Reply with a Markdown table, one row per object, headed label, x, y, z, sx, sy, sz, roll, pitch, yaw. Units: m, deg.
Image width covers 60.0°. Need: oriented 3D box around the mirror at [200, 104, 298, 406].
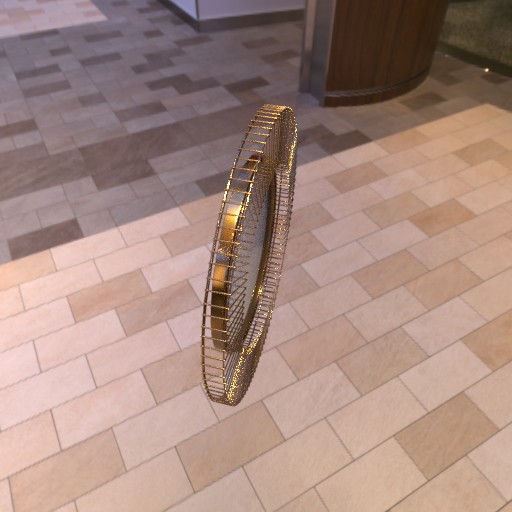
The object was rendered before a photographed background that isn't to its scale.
| label | x | y | z | sx | sy | sz | roll | pitch | yaw |
| --- | --- | --- | --- | --- | --- | --- | --- | --- | --- |
| mirror | 0.000 | 0.000 | 1.084 | 0.067 | 0.703 | 0.703 | 11 | 47 | 10 |
